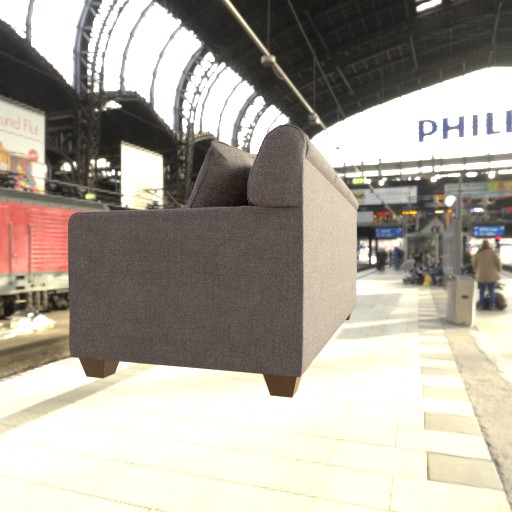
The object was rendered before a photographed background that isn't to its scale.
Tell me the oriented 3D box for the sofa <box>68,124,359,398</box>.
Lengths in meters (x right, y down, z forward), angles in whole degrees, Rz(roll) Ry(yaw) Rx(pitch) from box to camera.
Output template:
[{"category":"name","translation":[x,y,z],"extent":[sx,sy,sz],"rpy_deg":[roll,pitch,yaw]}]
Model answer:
[{"category":"sofa","translation":[0.000,0.000,2.552],"extent":[0.997,0.958,2.024],"rpy_deg":[0,0,18]}]
